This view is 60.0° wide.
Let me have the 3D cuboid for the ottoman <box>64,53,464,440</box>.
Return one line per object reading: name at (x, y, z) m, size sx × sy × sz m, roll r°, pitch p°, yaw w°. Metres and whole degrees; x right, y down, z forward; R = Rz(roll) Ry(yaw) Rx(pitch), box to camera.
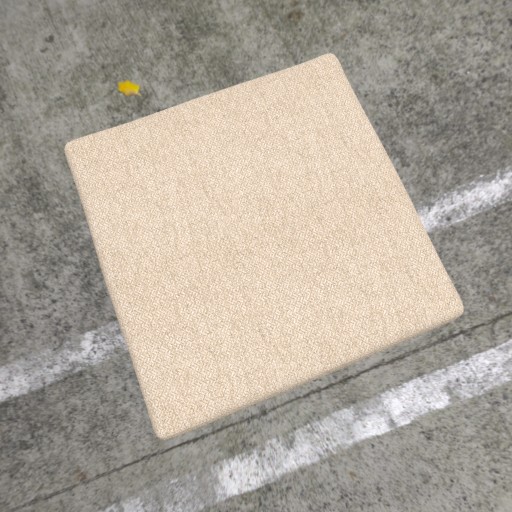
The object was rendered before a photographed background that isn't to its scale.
ottoman at (0.000, 0.000, 0.888) m, size 0.508 × 0.432 × 0.508 m, roll -21°, pitch 77°, yaw -5°
